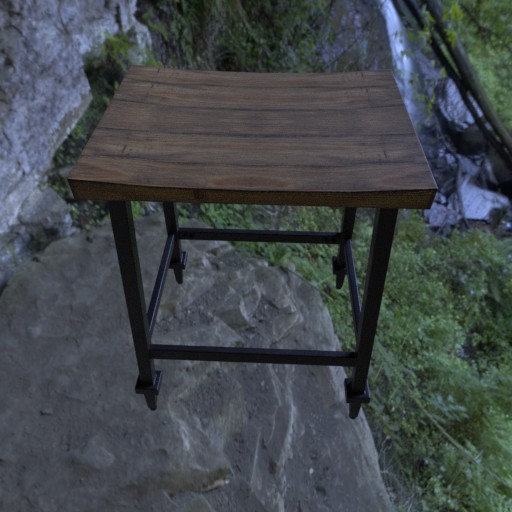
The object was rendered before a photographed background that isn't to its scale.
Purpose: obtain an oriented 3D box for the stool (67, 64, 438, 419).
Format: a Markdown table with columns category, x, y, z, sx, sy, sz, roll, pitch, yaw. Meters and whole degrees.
| category | x | y | z | sx | sy | sz | roll | pitch | yaw |
| --- | --- | --- | --- | --- | --- | --- | --- | --- | --- |
| stool | 0.000 | 0.000 | 0.903 | 0.486 | 0.625 | 0.405 | 2 | 46 | 2 |
